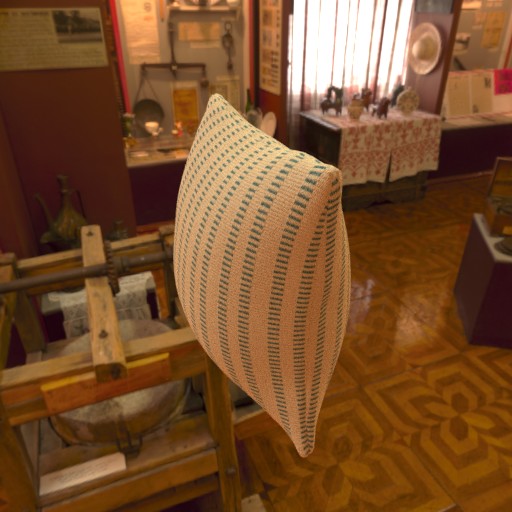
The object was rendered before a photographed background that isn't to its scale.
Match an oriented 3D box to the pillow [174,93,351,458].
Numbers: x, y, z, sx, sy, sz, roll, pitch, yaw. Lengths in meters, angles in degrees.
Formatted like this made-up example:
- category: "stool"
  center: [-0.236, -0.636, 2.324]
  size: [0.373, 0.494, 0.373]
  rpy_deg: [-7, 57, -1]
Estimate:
- category: "pillow"
  center: [0.000, 0.000, 0.693]
  size: [0.247, 0.419, 0.438]
  rpy_deg: [-10, 31, -17]
